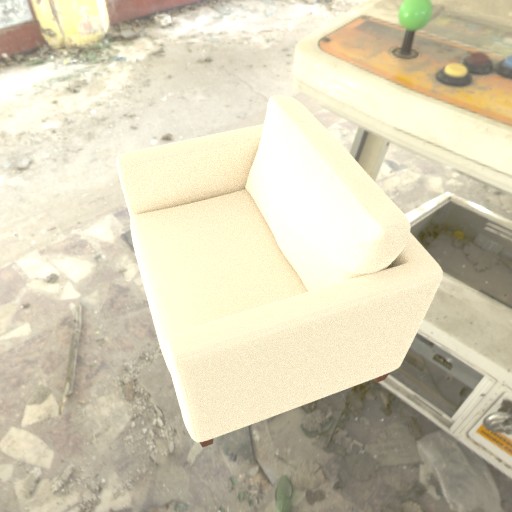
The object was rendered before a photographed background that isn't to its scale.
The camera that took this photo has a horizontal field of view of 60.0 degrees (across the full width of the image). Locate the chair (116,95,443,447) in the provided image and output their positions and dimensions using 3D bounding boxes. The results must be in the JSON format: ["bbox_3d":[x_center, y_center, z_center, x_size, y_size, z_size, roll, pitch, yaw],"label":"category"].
[{"bbox_3d":[0.000,0.000,1.732,0.878,0.885,1.019,-15,49,-14],"label":"chair"}]
